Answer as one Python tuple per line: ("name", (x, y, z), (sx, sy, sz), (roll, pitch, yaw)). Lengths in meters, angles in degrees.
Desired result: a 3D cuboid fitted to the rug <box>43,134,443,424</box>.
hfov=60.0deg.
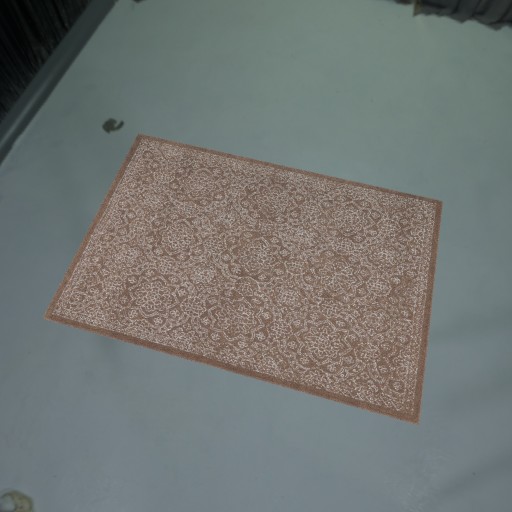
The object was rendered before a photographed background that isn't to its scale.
("rug", (0.000, 0.000, 2.904), (2.286, 0.011, 1.524), (14, 64, 7))
